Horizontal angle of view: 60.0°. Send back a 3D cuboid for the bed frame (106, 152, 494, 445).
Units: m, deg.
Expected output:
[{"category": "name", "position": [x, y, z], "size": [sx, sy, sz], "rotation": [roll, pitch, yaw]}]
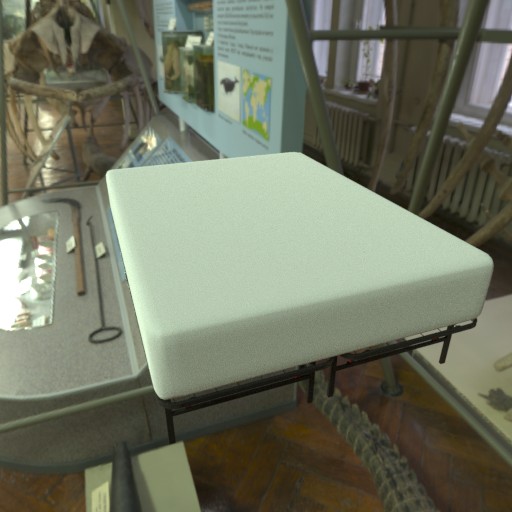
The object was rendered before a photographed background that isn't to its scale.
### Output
[{"category": "bed frame", "position": [0.000, 0.000, 2.675], "size": [1.528, 0.677, 2.037], "rotation": [-10, 29, -18]}]
